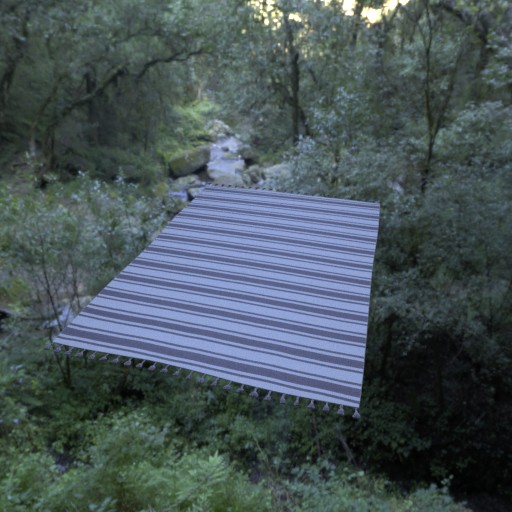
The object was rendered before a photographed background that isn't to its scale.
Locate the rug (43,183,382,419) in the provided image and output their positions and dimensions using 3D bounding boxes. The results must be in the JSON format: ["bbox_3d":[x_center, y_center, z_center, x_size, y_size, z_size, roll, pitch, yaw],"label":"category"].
[{"bbox_3d":[0.000,0.000,3.882,2.030,0.017,3.040,8,32,13],"label":"rug"}]
